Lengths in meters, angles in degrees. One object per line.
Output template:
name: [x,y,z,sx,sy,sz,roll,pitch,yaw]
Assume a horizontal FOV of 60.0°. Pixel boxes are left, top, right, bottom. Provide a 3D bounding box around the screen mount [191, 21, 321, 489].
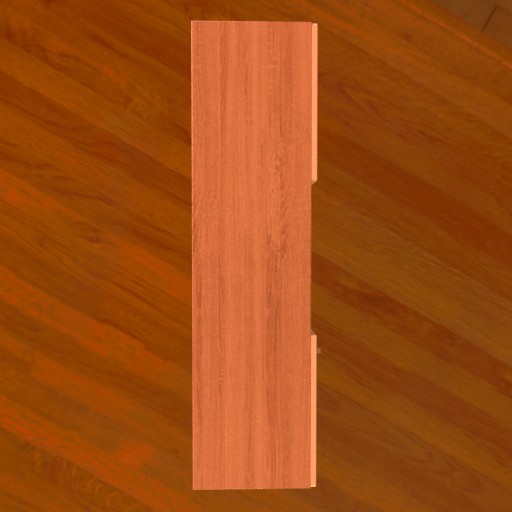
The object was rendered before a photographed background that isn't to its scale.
screen mount: [0.000,0.000,1.706,0.420,0.570,1.500,0,91,-1]
